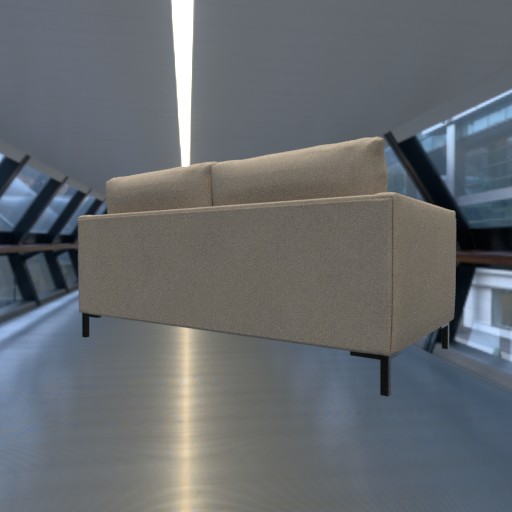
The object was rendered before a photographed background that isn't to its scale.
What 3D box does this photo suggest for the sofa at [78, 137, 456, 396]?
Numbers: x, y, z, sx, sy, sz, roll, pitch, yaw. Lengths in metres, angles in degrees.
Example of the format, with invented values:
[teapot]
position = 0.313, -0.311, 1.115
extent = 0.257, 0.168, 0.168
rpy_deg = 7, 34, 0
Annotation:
[sofa]
position = 0.000, 0.000, 2.162
extent = 1.682, 0.840, 0.875
rpy_deg = 1, 1, 36
